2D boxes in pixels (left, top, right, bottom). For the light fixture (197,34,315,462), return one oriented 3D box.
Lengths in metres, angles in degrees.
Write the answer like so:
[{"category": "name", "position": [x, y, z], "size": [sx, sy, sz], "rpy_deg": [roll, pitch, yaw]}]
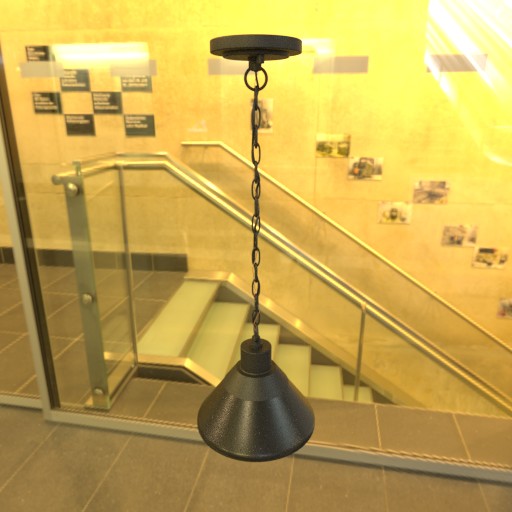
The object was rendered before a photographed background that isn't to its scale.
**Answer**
[{"category": "light fixture", "position": [0.000, 0.000, 0.669], "size": [0.201, 0.588, 0.201], "rpy_deg": [-3, 19, -9]}]
